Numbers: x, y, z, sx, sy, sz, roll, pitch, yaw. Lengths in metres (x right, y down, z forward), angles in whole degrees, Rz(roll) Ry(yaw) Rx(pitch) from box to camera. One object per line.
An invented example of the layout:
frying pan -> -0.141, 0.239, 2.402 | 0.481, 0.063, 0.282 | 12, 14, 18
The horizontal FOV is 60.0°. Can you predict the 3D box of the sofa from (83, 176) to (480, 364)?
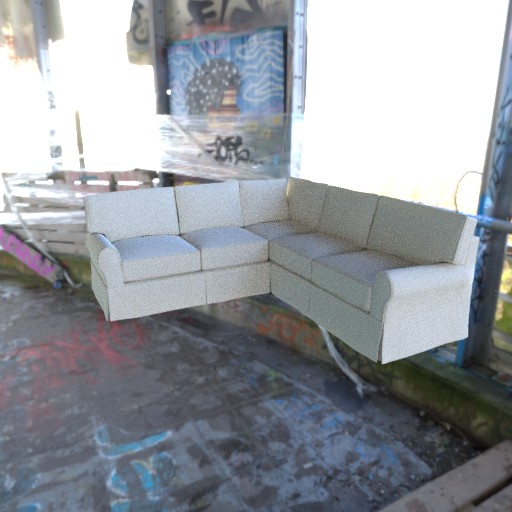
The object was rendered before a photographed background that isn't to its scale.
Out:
sofa -> 0.000, 0.000, 3.968 | 2.591, 1.070, 2.597 | -9, 19, -26
